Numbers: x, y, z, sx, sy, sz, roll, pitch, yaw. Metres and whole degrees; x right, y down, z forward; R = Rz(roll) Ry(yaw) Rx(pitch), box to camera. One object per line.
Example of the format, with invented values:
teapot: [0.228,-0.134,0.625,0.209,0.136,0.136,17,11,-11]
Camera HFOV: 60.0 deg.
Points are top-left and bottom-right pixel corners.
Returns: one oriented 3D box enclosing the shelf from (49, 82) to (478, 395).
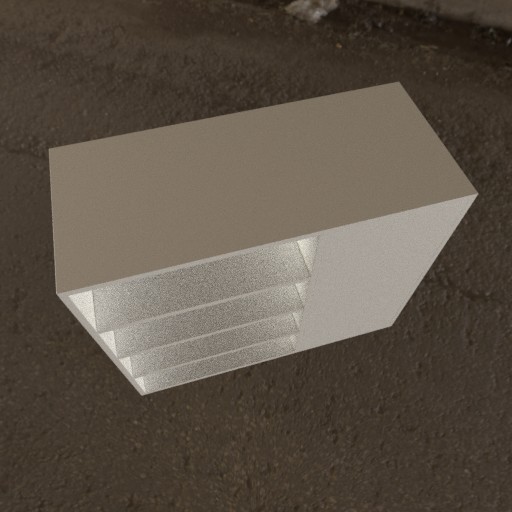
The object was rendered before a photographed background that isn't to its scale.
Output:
shelf: [0.000,0.000,1.311,0.895,0.732,0.396,-14,59,-8]
